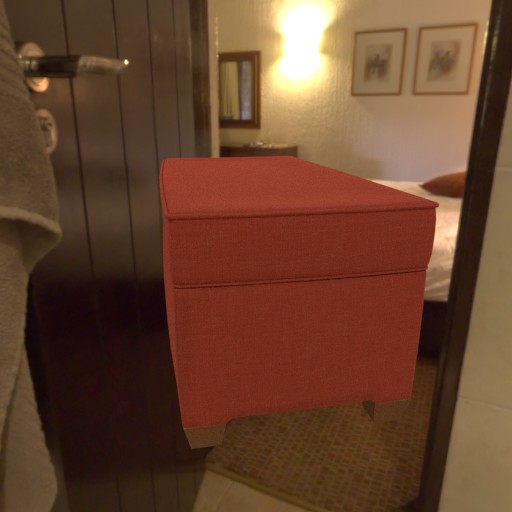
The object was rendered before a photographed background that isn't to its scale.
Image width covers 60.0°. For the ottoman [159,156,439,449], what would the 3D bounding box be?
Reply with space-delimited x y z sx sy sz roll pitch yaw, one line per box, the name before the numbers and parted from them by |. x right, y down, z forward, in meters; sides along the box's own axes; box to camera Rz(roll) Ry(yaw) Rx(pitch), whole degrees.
ottoman | 0.000 0.000 1.215 0.497 0.454 0.948 -4 18 -11
